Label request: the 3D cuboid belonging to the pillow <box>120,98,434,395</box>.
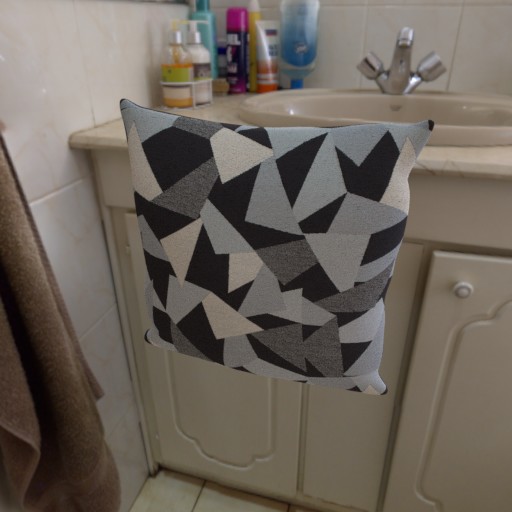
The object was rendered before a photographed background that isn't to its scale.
[{"bbox_3d":[0.000,0.000,0.766,0.503,0.496,0.208,9,28,16],"label":"pillow"}]
